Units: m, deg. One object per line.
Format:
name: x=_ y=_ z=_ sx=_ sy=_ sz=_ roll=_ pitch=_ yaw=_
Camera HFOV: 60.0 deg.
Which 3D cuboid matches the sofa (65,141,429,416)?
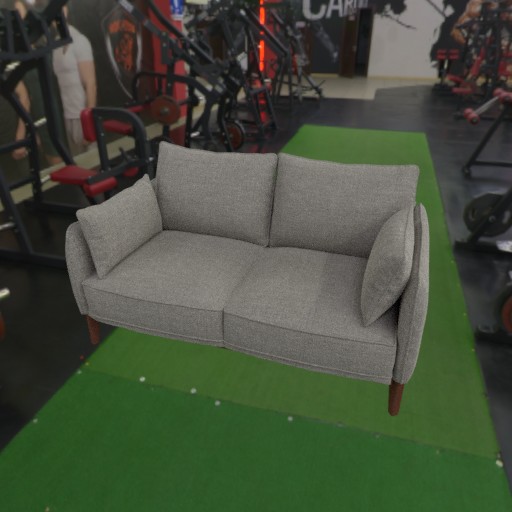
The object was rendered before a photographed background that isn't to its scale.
sofa: x=0.000 y=0.000 z=2.172 sx=1.580 sy=0.851 sz=0.972 roll=9 pitch=29 yaw=16
